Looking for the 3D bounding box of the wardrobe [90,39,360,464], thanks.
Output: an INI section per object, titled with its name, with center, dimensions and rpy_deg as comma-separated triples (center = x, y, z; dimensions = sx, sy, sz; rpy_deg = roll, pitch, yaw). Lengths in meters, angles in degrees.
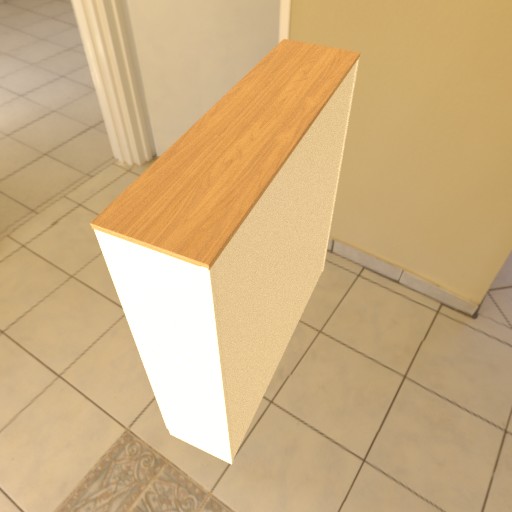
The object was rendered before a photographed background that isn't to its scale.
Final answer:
[wardrobe]
center = 0.000, 0.000, 3.286
dimensions = 0.590, 2.260, 2.160
rpy_deg = 19, 50, 17
